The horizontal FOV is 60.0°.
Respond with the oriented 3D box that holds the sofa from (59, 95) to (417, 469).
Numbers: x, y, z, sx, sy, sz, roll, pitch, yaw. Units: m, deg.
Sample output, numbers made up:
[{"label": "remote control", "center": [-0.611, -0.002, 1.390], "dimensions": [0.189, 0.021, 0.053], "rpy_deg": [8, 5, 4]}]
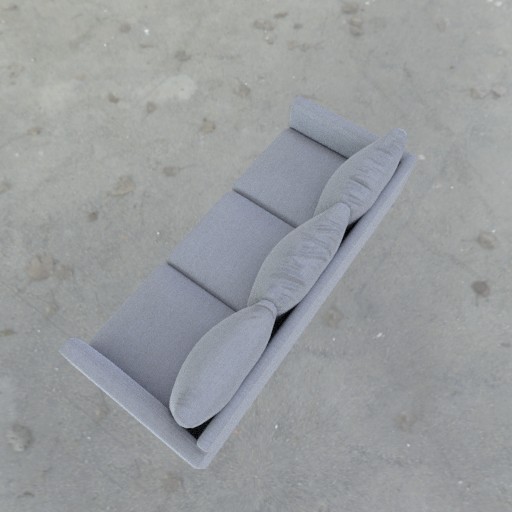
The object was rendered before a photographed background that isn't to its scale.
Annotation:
[{"label": "sofa", "center": [0.000, 0.000, 2.425], "dimensions": [0.850, 0.830, 2.000], "rpy_deg": [33, 68, 15]}]
